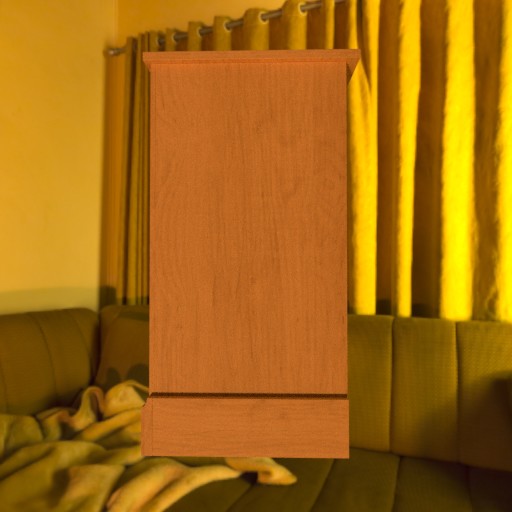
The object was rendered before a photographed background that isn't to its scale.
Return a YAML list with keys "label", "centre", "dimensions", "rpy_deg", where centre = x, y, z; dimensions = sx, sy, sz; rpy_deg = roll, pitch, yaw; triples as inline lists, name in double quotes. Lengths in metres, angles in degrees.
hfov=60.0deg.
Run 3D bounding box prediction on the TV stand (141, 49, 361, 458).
- label: "TV stand"
  centre: [0.000, 0.000, 1.282]
  dimensions: [0.430, 0.787, 0.851]
  rpy_deg: [0, -1, 2]
